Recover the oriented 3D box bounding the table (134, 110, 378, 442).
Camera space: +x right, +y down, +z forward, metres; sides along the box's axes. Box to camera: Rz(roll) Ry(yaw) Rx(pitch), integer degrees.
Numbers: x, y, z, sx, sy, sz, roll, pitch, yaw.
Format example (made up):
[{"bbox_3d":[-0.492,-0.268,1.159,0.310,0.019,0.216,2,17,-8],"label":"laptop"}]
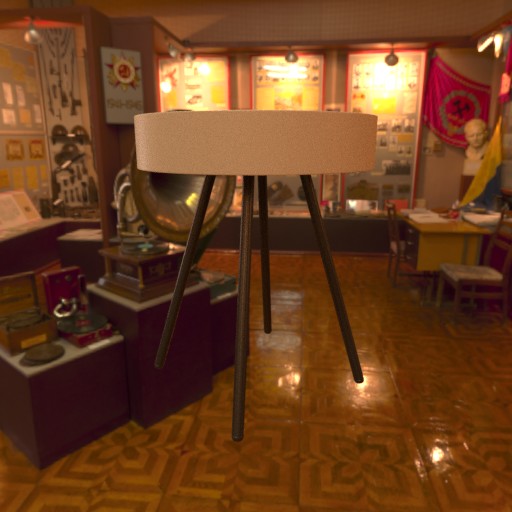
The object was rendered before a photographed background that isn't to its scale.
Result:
[{"bbox_3d":[0.000,0.000,0.880,0.450,0.525,0.450,0,15,0],"label":"table"}]
